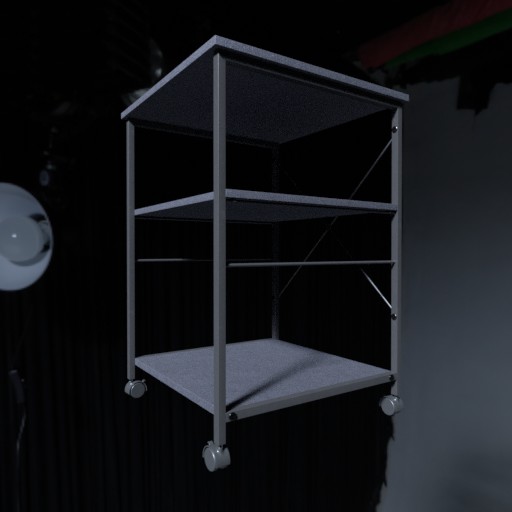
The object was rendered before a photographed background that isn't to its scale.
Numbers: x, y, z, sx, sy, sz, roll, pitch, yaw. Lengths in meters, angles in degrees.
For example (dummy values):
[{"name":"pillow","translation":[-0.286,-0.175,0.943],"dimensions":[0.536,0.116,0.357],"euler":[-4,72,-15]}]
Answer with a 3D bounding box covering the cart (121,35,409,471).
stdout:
[{"name":"cart","translation":[0.000,0.000,1.120],"dimensions":[0.520,0.762,0.521],"euler":[0,1,-34]}]
